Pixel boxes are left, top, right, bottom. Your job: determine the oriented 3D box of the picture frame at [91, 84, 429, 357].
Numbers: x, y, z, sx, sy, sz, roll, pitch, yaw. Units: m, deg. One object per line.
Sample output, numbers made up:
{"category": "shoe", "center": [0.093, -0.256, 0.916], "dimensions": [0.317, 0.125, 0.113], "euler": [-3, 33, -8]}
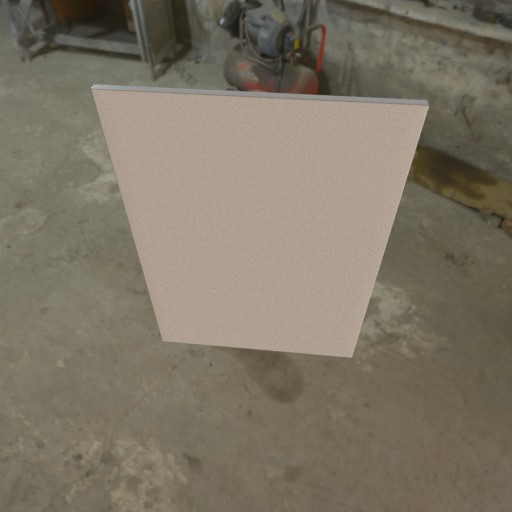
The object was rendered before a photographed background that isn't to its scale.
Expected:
{"category": "picture frame", "center": [0.000, 0.000, 0.694], "dimensions": [0.381, 0.534, 0.012], "euler": [4, 47, 4]}
